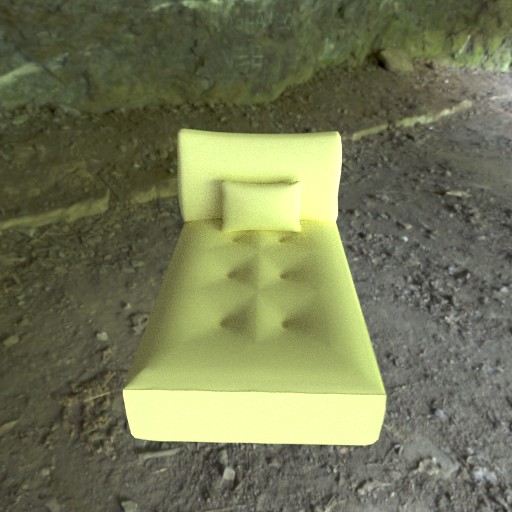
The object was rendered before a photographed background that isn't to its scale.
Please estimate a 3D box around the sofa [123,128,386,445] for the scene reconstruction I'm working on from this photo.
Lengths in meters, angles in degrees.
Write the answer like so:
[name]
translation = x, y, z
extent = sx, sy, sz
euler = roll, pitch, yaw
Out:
[sofa]
translation = 0.000, 0.000, 2.068
extent = 0.930, 0.820, 1.450
euler = 1, 30, 1
